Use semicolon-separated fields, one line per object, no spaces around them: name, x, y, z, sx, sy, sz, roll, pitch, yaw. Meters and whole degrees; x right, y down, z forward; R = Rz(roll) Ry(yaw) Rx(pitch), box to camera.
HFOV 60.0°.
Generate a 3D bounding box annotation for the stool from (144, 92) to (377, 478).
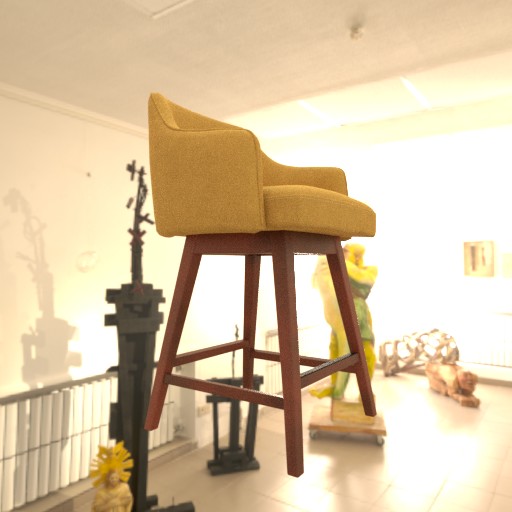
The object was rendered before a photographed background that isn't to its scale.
stool;0.000;0.000;1.259;0.558;0.924;0.548;-1;-1;35
